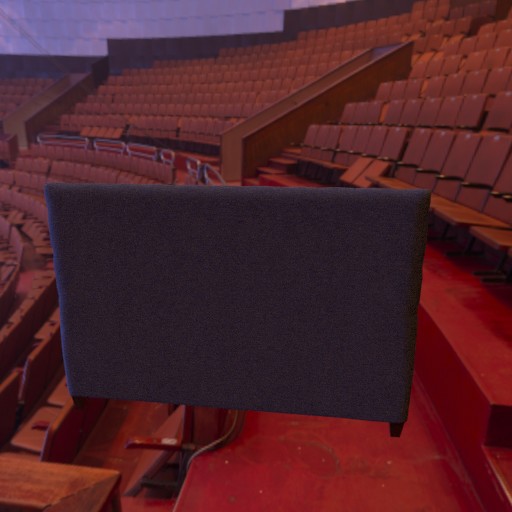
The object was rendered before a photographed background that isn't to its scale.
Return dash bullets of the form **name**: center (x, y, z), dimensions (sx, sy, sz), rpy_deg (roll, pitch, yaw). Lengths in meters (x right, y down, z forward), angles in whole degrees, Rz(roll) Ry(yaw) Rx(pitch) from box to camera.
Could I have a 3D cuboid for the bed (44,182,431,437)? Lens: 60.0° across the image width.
- **bed**: center (0.000, 0.000, 3.595), dimensions (2.078, 1.427, 2.387), rpy_deg (2, 17, 7)
